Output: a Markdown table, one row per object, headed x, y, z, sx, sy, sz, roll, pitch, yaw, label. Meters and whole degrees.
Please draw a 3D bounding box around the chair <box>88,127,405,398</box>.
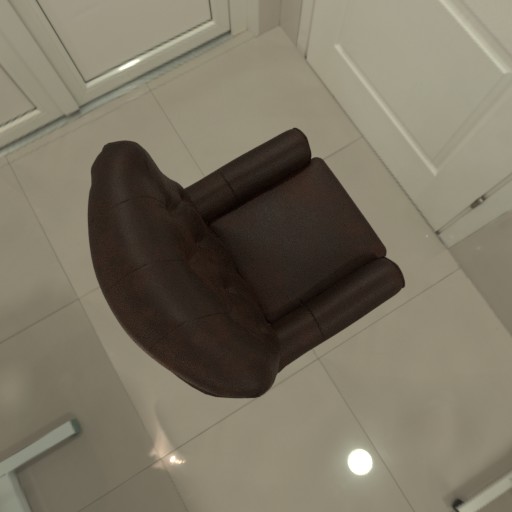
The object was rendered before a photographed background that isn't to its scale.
| x | y | z | sx | sy | sz | roll | pitch | yaw | label |
| --- | --- | --- | --- | --- | --- | --- | --- | --- | --- |
| 0.000 | 0.000 | 1.894 | 1.058 | 1.158 | 0.948 | -31 | 78 | -7 | chair |
